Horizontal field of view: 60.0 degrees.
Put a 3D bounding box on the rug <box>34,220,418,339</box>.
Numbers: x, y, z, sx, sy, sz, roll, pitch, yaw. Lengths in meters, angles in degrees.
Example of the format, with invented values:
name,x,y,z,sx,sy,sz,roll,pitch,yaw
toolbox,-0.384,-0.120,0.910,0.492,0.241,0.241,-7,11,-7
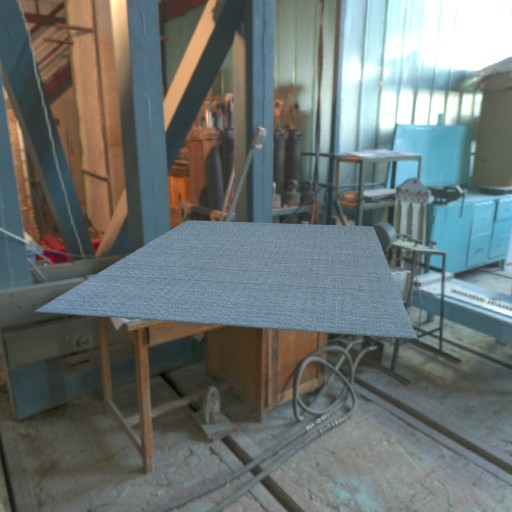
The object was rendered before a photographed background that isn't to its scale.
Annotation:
name,x,y,z,sx,sy,sz,roll,pitch,yaw
rug,0.000,0.000,4.250,2.443,0.007,3.200,3,16,9
